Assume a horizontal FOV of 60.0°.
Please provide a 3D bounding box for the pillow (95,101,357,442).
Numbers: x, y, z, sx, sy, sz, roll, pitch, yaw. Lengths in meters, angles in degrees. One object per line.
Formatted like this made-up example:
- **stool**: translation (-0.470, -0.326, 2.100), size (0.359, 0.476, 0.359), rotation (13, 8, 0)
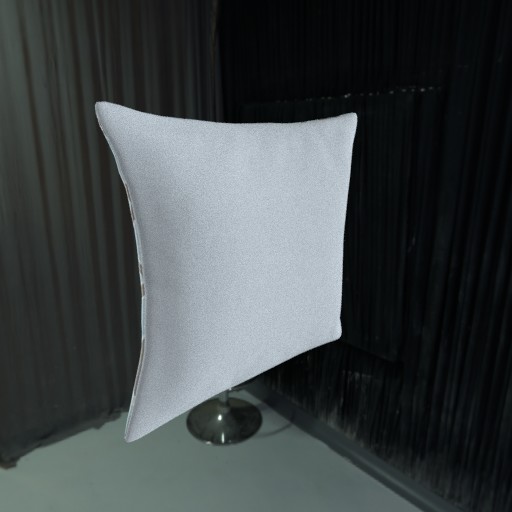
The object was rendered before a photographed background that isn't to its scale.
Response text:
- **pillow**: translation (0.000, 0.000, 0.803), size (0.552, 0.508, 0.166), rotation (-14, 21, -41)
